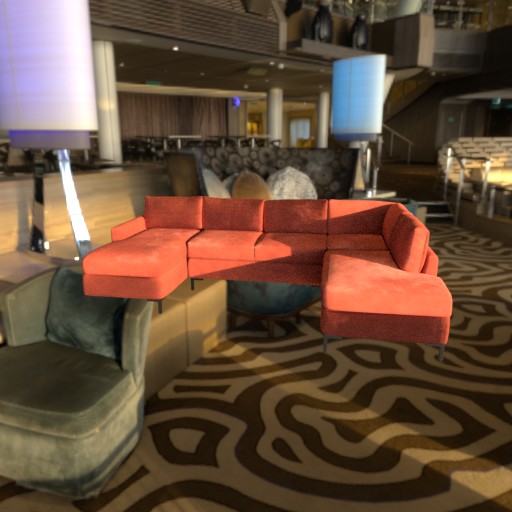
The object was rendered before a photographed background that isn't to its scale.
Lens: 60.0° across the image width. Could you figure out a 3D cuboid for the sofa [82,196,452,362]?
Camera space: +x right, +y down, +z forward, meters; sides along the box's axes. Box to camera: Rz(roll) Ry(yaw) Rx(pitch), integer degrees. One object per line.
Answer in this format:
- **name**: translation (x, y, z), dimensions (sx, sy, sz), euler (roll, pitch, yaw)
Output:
- **sofa**: translation (0.000, 0.000, 4.053), dimensions (2.971, 0.858, 1.981), euler (3, 15, 10)
